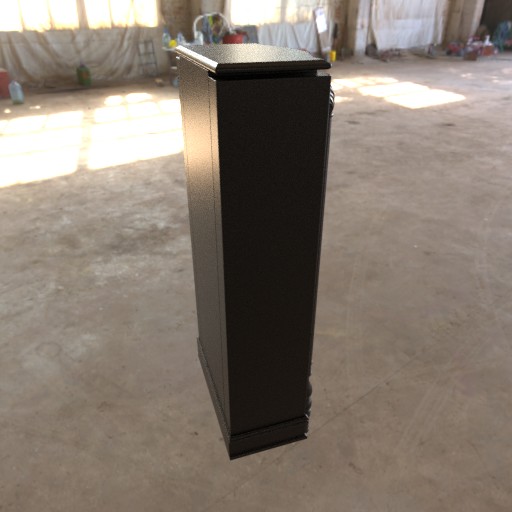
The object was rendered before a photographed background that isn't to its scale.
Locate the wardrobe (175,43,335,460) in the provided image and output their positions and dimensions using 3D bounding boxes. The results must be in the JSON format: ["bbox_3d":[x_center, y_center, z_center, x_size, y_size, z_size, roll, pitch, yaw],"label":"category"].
[{"bbox_3d":[0.000,0.000,1.200,0.295,1.011,0.444,-9,31,-16],"label":"wardrobe"}]
